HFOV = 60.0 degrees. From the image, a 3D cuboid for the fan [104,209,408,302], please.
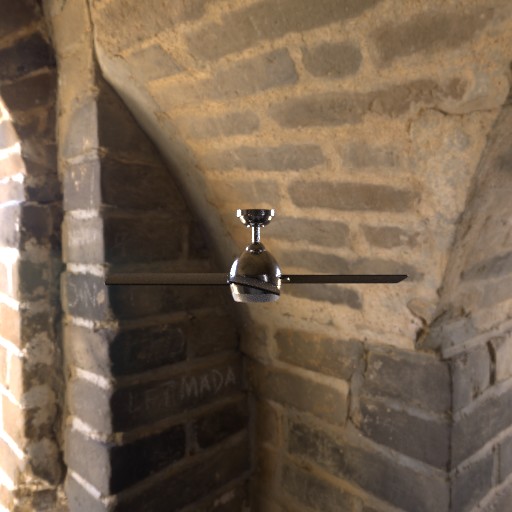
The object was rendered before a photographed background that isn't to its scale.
[{"bbox_3d":[0.000,0.000,1.987,1.332,0.403,1.332,0,0,0],"label":"fan"}]
